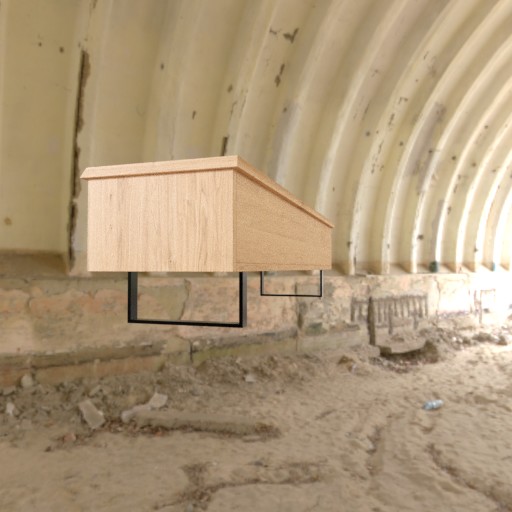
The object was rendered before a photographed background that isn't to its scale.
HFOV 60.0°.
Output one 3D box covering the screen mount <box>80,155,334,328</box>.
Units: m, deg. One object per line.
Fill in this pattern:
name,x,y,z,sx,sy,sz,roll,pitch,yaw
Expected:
screen mount,0.000,0.000,1.920,0.450,0.430,1.700,0,-2,18
